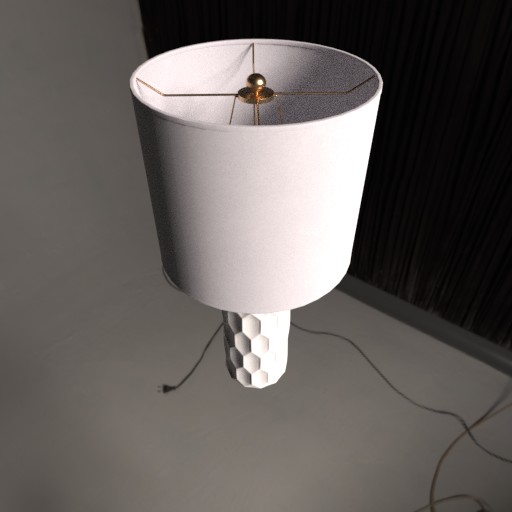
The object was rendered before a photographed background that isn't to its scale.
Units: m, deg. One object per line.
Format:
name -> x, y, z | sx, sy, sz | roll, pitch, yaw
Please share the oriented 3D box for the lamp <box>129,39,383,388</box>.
lamp -> 0.000, 0.000, 0.669 | 0.277, 0.537, 0.277 | 26, 47, 27
